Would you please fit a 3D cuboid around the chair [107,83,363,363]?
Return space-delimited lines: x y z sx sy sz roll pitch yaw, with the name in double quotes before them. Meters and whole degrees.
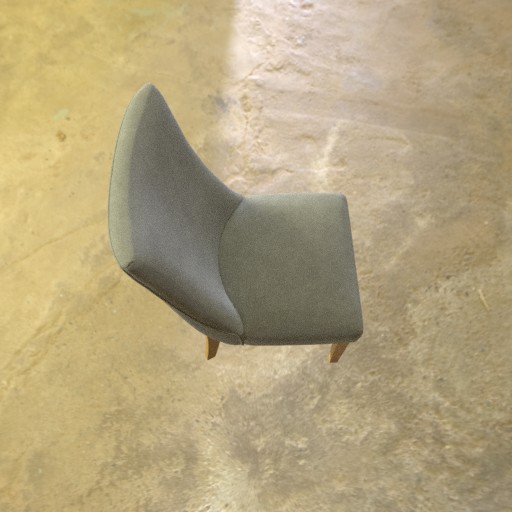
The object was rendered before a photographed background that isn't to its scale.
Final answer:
"chair" 0.000 0.000 1.317 0.610 0.902 0.495 -1 64 -1
